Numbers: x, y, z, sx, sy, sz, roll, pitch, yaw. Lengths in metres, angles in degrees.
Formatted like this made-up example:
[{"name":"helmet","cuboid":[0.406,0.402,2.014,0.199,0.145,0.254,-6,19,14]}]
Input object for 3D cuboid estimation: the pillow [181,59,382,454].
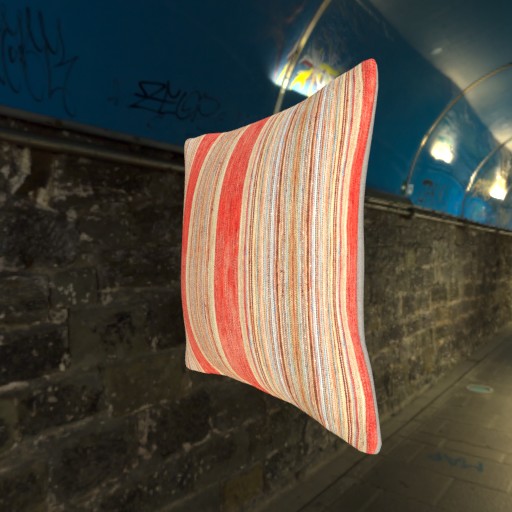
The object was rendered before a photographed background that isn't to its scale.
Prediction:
[{"name":"pillow","cuboid":[0.000,0.000,0.636,0.136,0.419,0.437,-1,1,-36]}]
